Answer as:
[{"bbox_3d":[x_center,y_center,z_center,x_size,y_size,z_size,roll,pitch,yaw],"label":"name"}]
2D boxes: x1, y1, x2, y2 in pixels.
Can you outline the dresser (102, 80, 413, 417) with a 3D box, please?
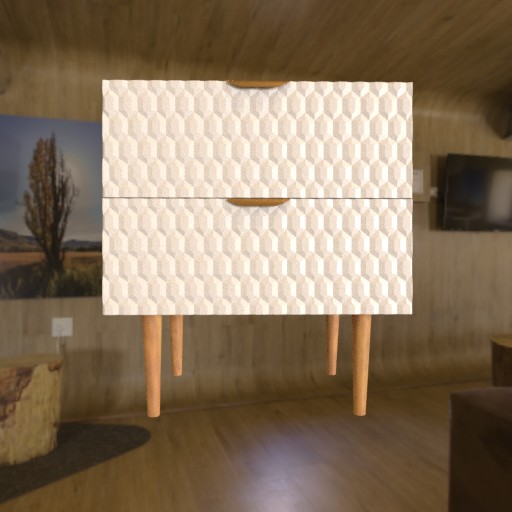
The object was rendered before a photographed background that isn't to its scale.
[{"bbox_3d":[0.000,0.000,0.916,0.503,0.568,0.414,0,0,-1],"label":"dresser"}]
